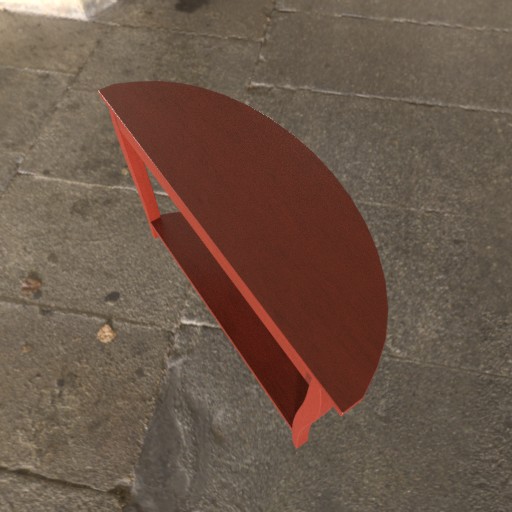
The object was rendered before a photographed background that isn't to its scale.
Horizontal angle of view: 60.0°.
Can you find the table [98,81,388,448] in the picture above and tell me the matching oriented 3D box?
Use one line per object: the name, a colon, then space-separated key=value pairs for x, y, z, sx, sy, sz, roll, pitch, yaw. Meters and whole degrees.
table: x=0.000 y=0.000 z=1.557 sx=0.405 sy=0.779 sz=1.219 roll=-30 pitch=63 yaw=-17
